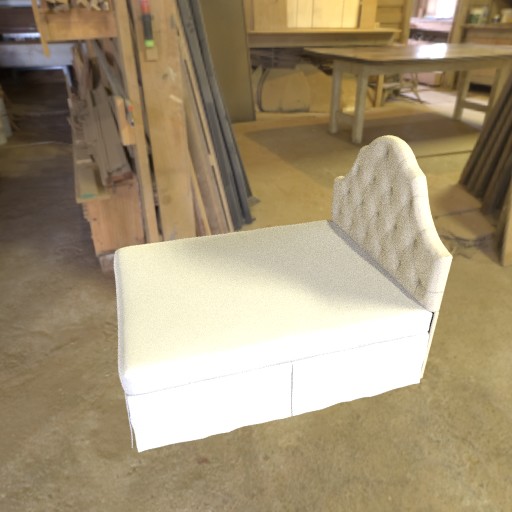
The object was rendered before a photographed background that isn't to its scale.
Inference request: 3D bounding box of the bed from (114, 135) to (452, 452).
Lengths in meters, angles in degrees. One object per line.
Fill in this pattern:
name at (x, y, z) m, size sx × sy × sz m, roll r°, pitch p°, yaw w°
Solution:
bed at (0.000, 0.000, 3.232) m, size 2.092 × 1.575 × 1.627 m, roll -8°, pitch 31°, yaw -14°
